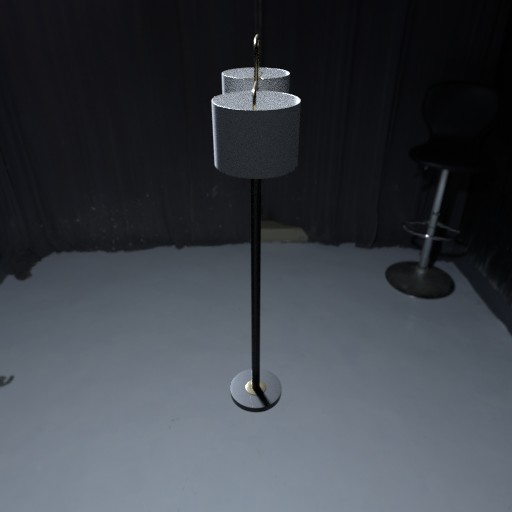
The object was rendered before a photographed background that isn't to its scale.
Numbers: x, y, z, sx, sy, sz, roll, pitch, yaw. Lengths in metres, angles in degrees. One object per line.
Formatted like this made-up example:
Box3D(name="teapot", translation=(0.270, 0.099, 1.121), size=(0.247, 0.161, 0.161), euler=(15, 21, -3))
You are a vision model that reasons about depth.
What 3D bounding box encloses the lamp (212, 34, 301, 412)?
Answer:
Box3D(name="lamp", translation=(0.000, 0.000, 1.803), size=(0.254, 1.587, 0.711), euler=(0, 31, 0))
